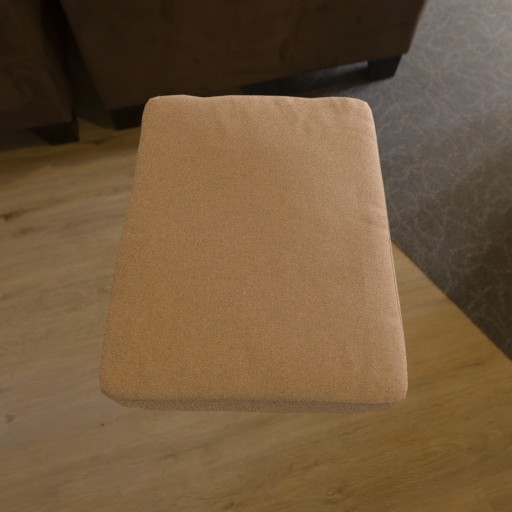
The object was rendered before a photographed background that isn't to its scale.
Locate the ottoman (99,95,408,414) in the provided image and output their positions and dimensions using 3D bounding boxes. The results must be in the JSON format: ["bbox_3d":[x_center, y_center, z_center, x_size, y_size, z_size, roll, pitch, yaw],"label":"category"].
[{"bbox_3d":[0.000,0.000,1.319,0.692,0.511,0.902,1,63,0],"label":"ottoman"}]
